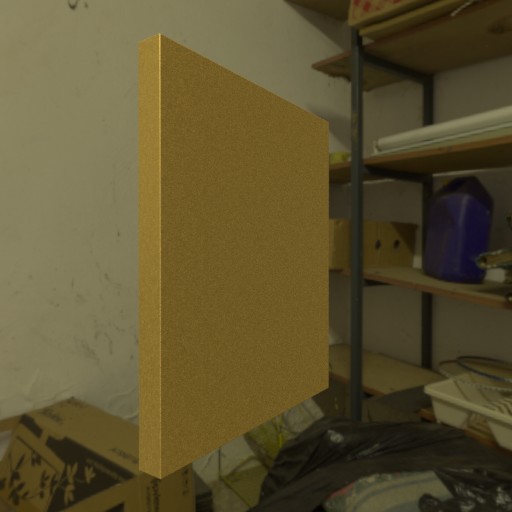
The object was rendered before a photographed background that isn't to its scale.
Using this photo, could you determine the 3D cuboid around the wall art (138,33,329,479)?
[{"bbox_3d":[0.000,0.000,0.868,0.048,0.642,0.537,0,1,36],"label":"wall art"}]
